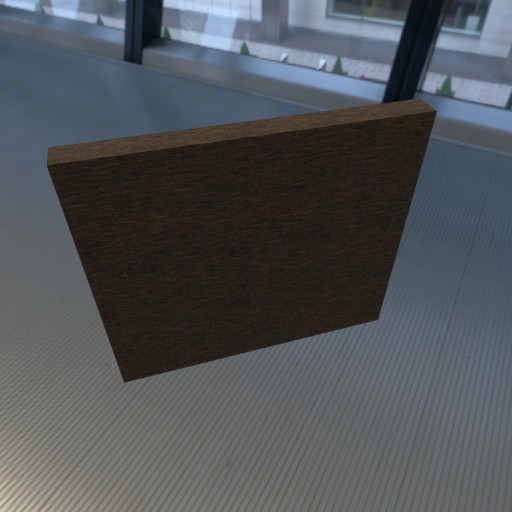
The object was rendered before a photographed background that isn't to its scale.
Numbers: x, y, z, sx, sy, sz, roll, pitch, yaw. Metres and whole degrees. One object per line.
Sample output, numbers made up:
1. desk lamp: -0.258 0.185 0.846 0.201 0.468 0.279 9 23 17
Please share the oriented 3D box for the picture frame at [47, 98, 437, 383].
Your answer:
1. picture frame: 0.000 0.000 0.536 0.378 0.330 0.033 -11 43 -12
